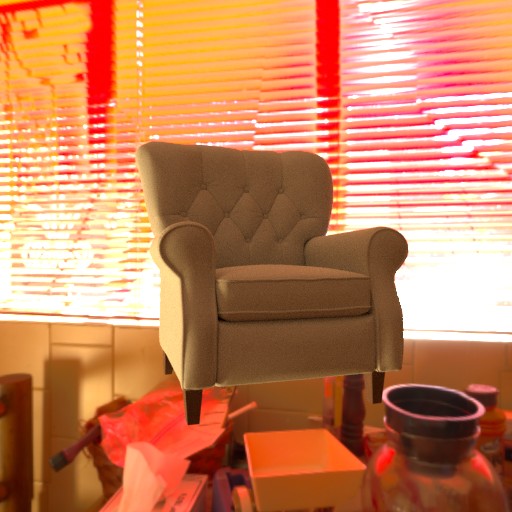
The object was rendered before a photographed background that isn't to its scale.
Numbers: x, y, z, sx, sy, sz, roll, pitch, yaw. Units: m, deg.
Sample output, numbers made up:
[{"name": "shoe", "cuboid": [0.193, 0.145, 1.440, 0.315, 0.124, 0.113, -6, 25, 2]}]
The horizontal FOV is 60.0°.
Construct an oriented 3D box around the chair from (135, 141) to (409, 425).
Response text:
[{"name": "chair", "cuboid": [0.000, 0.000, 2.124, 1.090, 1.217, 1.128, 0, 0, -18]}]
